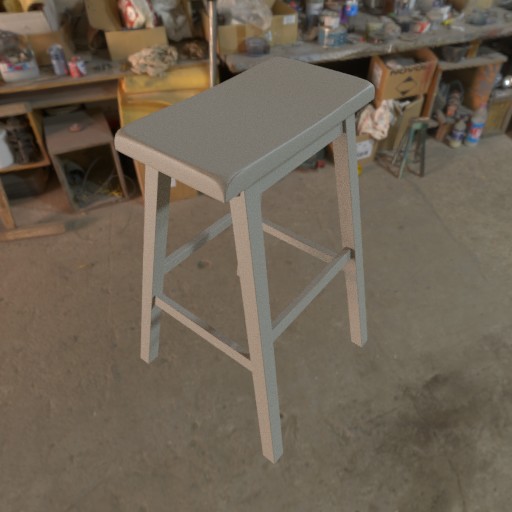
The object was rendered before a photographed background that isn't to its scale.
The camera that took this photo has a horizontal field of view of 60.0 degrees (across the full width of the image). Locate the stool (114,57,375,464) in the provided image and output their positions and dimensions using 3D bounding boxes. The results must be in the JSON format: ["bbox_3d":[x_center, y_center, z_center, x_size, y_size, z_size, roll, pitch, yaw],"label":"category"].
[{"bbox_3d":[0.000,0.000,1.034,0.476,0.737,0.457,28,50,27],"label":"stool"}]
